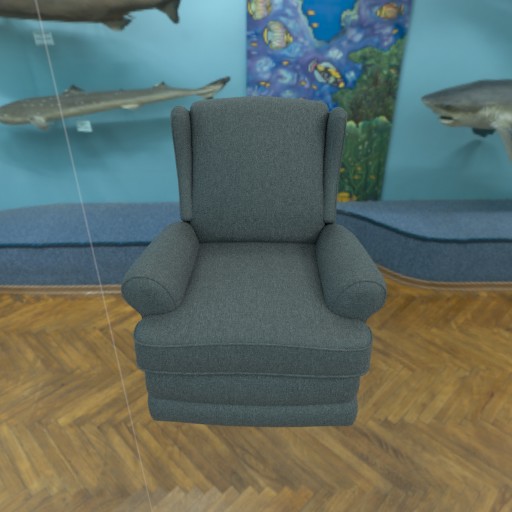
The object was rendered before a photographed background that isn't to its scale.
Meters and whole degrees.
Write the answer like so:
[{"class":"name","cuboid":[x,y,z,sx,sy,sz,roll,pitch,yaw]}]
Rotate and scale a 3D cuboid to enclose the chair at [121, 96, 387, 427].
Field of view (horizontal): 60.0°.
[{"class":"chair","cuboid":[0.000,0.000,1.698,0.847,1.011,0.969,1,32,1]}]
